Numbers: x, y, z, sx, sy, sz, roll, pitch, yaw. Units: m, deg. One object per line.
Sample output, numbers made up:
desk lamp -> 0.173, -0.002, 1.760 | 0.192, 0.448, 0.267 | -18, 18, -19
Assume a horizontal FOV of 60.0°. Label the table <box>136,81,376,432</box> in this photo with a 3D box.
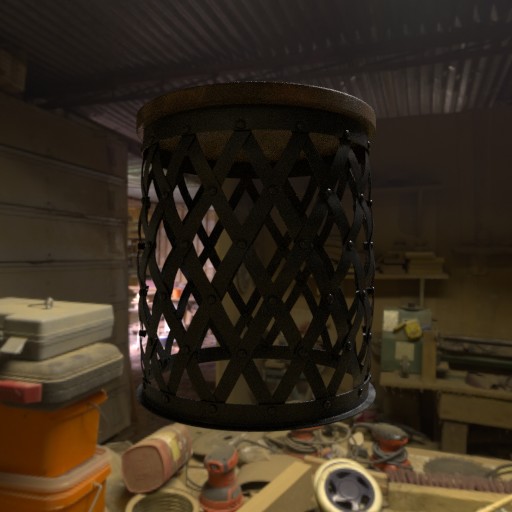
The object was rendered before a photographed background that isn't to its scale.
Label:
table -> 0.000, 0.000, 0.776 | 0.405, 0.454, 0.405 | 0, 0, 0
